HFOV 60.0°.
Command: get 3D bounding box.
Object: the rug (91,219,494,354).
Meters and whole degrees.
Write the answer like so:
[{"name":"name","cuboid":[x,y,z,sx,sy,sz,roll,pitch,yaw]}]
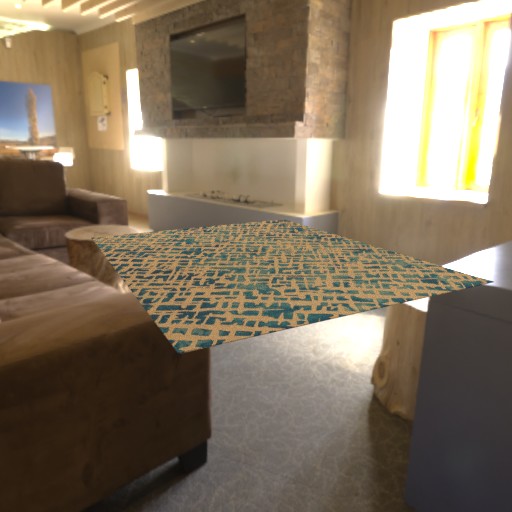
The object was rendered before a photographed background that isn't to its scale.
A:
[{"name":"rug","cuboid":[0.000,0.000,4.026,2.435,0.007,3.007,-8,17,-27]}]
